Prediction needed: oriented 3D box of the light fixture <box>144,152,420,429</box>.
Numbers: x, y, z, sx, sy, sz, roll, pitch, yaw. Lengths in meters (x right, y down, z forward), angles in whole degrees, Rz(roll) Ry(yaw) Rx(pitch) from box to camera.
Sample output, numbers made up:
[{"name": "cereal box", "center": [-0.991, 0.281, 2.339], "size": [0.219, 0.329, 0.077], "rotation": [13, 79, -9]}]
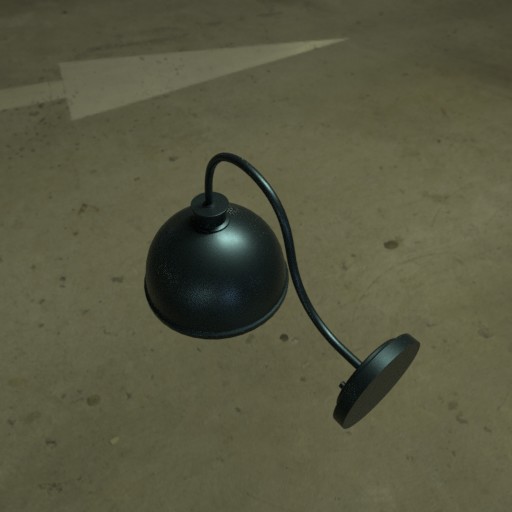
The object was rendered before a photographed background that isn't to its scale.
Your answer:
[{"name": "light fixture", "center": [0.000, 0.000, 0.622], "size": [0.253, 0.295, 0.467], "rotation": [-32, 55, -26]}]
